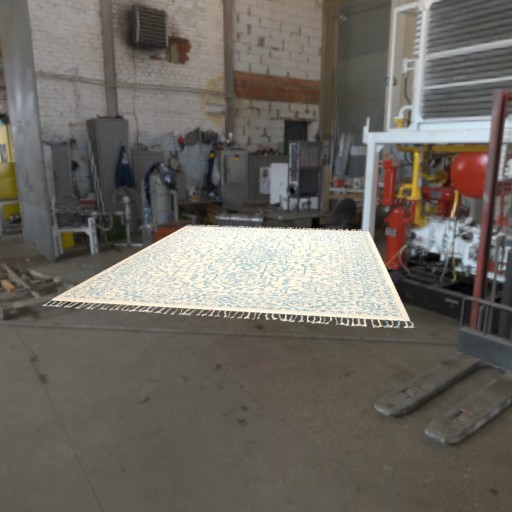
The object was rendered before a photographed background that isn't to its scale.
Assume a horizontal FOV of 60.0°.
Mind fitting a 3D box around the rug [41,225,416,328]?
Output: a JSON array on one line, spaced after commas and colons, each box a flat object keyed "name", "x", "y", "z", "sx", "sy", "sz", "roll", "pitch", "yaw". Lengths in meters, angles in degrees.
[{"name": "rug", "x": 0.000, "y": 0.000, "z": 4.405, "sx": 2.464, "sy": 0.010, "sz": 3.327, "roll": 2, "pitch": 14, "yaw": 9}]
